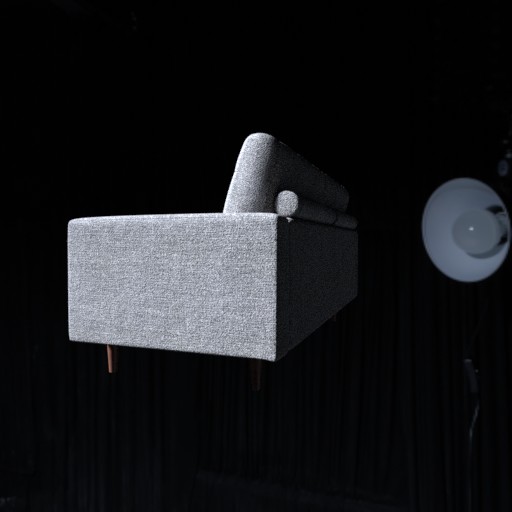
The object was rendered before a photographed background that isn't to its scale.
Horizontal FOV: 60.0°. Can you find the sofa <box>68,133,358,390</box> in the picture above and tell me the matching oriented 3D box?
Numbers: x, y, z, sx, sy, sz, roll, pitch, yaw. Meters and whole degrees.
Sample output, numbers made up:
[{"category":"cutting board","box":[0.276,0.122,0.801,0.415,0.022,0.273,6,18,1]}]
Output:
[{"category":"sofa","box":[0.000,0.000,2.355,0.863,0.902,1.821,1,2,20]}]
